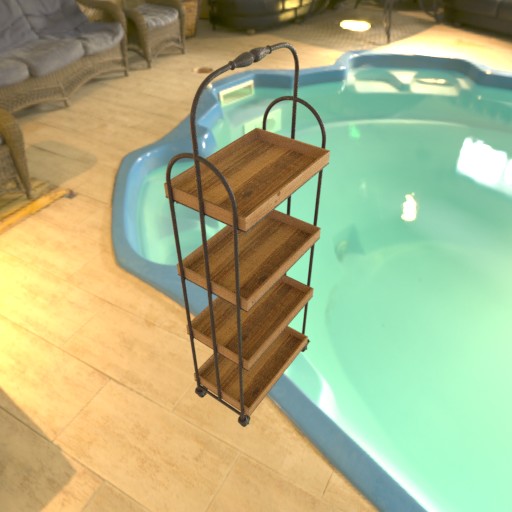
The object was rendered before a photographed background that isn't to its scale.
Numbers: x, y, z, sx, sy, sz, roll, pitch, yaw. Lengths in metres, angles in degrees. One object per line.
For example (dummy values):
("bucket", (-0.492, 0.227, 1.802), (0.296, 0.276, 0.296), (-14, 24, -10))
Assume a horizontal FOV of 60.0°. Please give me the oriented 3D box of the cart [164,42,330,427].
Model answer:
("cart", (0.000, 0.000, 1.681), (0.308, 1.481, 0.581), (25, 47, 26))
